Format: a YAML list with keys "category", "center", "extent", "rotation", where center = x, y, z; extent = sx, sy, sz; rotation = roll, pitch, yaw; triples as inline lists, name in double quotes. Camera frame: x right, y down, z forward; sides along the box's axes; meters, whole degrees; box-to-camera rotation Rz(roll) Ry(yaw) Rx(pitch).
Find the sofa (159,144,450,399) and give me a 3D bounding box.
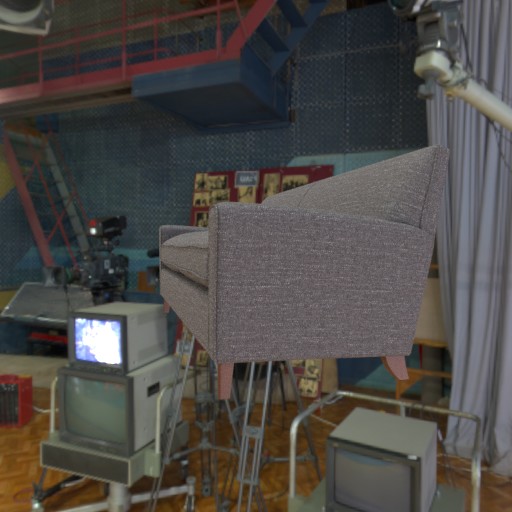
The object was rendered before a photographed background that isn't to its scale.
- category: "sofa"
  center: [0.000, 0.000, 2.378]
  extent: [0.875, 0.846, 1.976]
  rotation: [-1, 2, -17]
